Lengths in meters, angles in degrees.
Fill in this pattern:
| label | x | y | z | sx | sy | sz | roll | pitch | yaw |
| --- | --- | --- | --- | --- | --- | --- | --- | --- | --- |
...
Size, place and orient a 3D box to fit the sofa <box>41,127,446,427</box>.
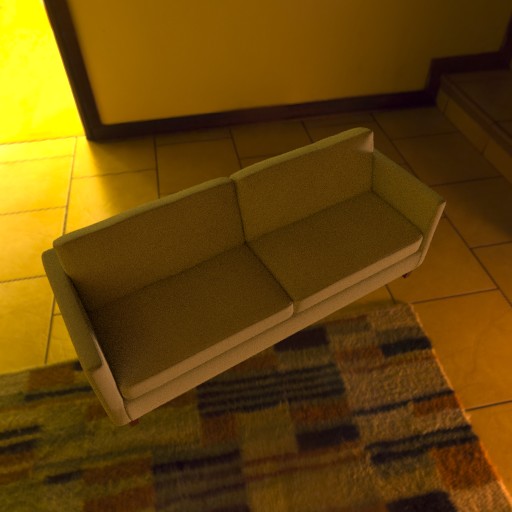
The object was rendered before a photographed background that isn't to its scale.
| label | x | y | z | sx | sy | sz | roll | pitch | yaw |
| --- | --- | --- | --- | --- | --- | --- | --- | --- | --- |
| sofa | 0.000 | 0.000 | 2.951 | 2.434 | 0.965 | 0.948 | -24 | 52 | -21 |
